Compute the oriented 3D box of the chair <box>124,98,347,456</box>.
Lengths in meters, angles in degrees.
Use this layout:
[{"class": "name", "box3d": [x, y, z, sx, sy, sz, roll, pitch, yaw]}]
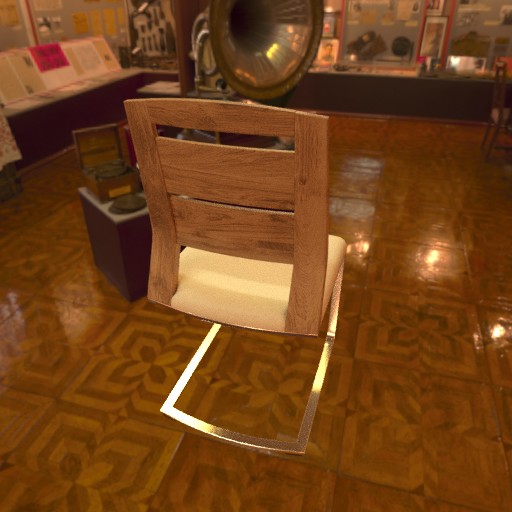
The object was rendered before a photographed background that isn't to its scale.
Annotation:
[{"class": "chair", "box3d": [0.000, 0.000, 1.261, 0.457, 0.955, 0.561, 10, 33, 16]}]
